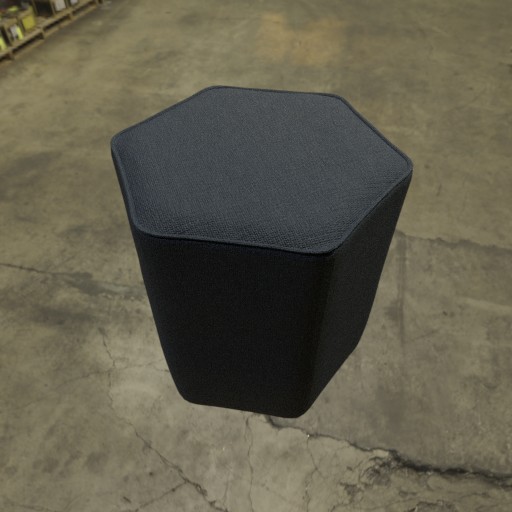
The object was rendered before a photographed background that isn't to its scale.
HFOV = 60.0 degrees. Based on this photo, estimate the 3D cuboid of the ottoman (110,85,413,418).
[{"bbox_3d":[0.000,0.000,0.878,0.492,0.505,0.454,9,47,9],"label":"ottoman"}]
